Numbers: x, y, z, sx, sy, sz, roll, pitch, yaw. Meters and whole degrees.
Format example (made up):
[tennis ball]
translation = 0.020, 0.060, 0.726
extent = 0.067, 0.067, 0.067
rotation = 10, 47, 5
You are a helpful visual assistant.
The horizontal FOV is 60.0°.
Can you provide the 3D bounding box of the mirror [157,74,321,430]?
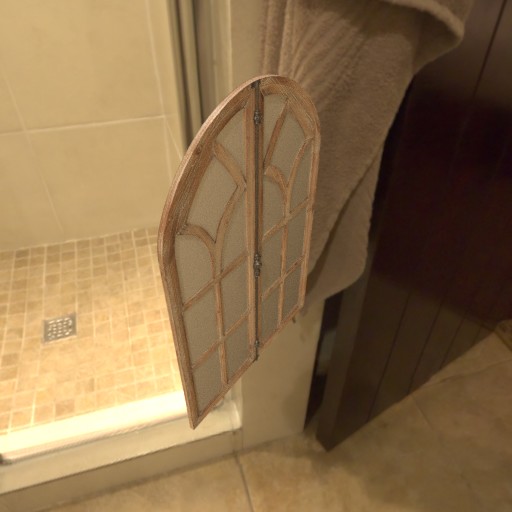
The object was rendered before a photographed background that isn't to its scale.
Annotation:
[mirror]
translation = 0.000, 0.000, 1.174
extent = 0.032, 0.915, 0.609
rotation = 26, 47, 27
